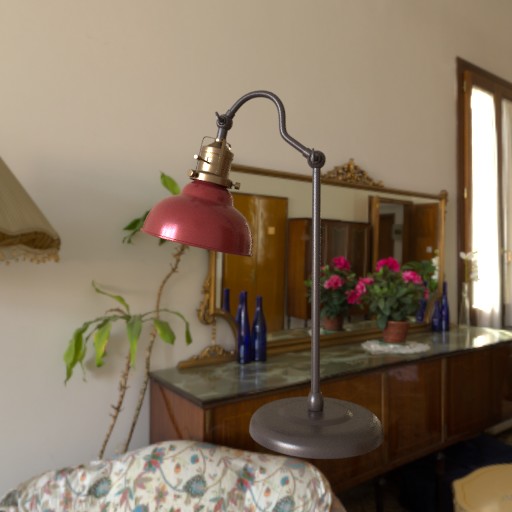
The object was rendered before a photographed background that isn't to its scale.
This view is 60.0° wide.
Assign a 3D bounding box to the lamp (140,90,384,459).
[{"bbox_3d":[0.000,0.000,0.678,0.374,0.508,0.192,0,-1,19],"label":"lamp"}]
